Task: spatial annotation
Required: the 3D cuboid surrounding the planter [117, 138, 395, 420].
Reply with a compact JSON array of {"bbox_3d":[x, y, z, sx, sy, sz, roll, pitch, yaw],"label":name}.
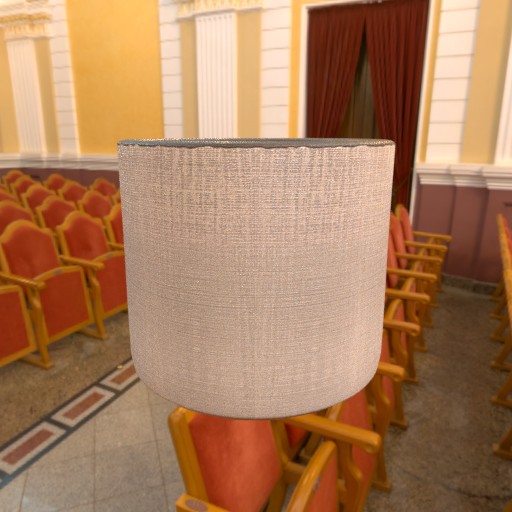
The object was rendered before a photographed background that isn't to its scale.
[{"bbox_3d":[0.000,0.000,0.219,0.125,0.112,0.125,0,15,0],"label":"planter"}]
